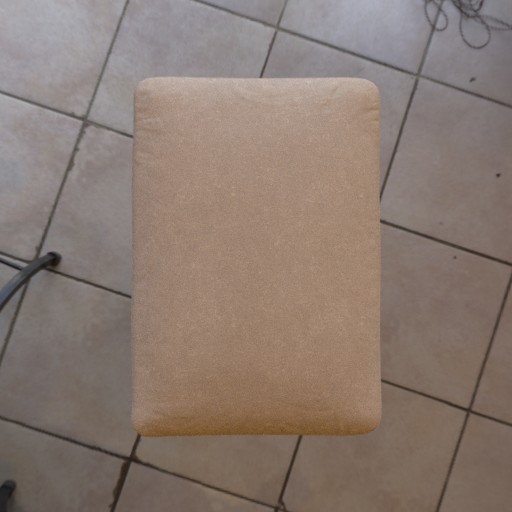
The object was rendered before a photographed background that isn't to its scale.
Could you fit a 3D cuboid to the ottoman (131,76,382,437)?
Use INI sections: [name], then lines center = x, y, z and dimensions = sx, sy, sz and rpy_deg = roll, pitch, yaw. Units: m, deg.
[ottoman]
center = 0.000, 0.000, 1.578
dimensions = 0.840, 0.429, 1.199
rpy_deg = 0, 89, -1
